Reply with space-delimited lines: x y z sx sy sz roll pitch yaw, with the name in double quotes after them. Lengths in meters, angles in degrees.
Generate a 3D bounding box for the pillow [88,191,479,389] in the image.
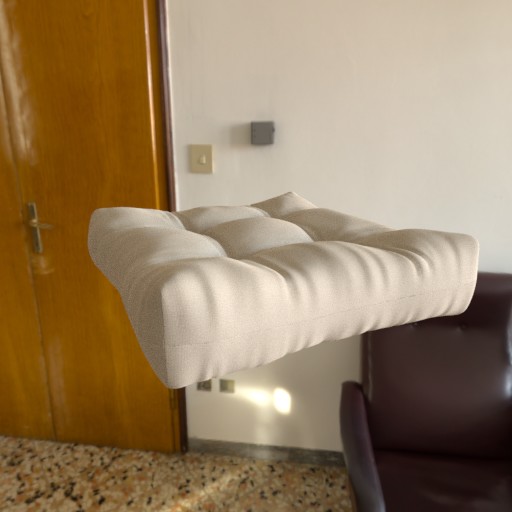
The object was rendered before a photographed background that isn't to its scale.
0.000 0.000 0.717 0.468 0.128 0.490 -8 18 -26 "pillow"
